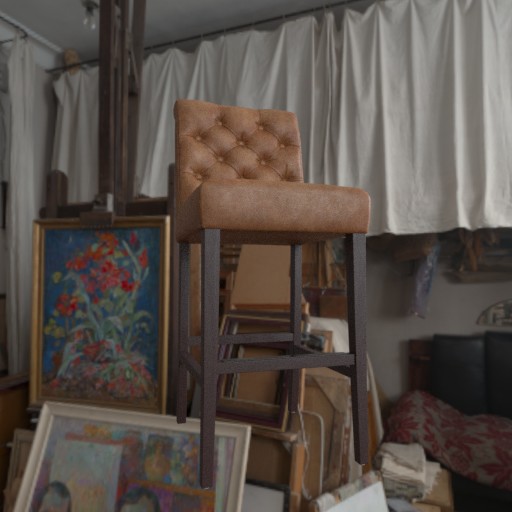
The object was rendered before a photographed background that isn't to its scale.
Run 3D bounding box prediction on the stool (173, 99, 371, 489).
[{"bbox_3d":[0.000,0.000,1.414,0.493,1.140,0.601,1,-2,-18],"label":"stool"}]
